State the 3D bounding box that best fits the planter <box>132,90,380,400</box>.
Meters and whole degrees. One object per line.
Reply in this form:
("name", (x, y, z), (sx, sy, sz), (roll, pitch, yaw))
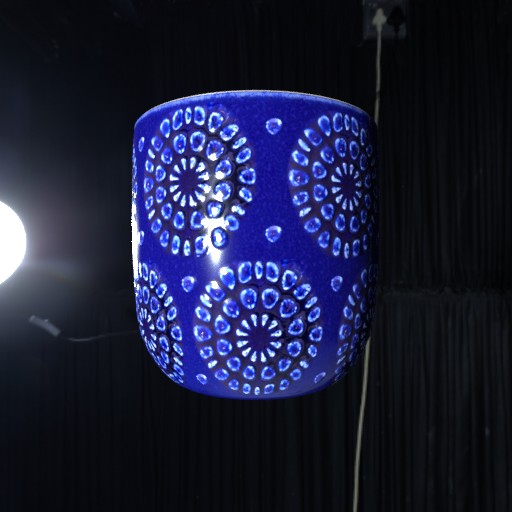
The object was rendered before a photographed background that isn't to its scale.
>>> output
("planter", (0.000, 0.000, 0.203), (0.109, 0.112, 0.109), (0, -1, 0))
